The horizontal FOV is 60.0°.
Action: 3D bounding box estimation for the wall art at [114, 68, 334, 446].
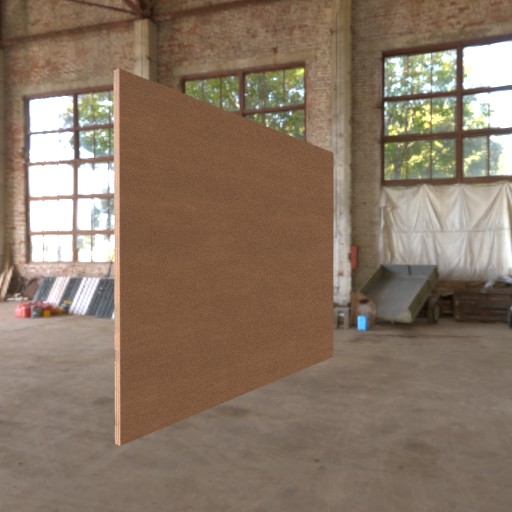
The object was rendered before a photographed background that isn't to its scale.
[{"bbox_3d":[0.000,0.000,0.686,0.010,0.408,0.508,0,1,37],"label":"wall art"}]
